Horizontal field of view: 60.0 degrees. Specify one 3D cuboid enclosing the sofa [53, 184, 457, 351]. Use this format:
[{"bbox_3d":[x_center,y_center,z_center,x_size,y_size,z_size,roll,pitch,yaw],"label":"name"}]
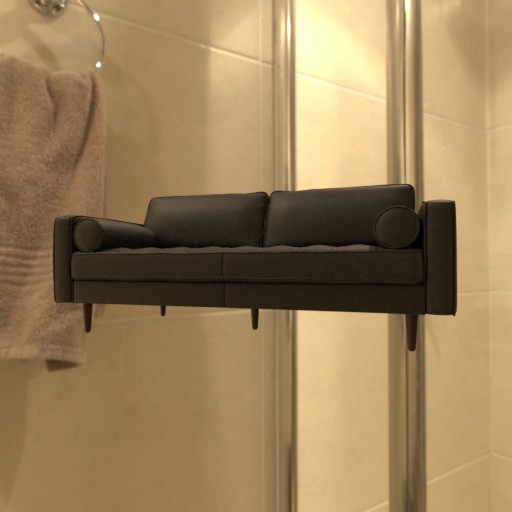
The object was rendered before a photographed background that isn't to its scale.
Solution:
[{"bbox_3d":[0.000,0.000,2.333,1.879,0.770,0.921,0,-1,18],"label":"sofa"}]
